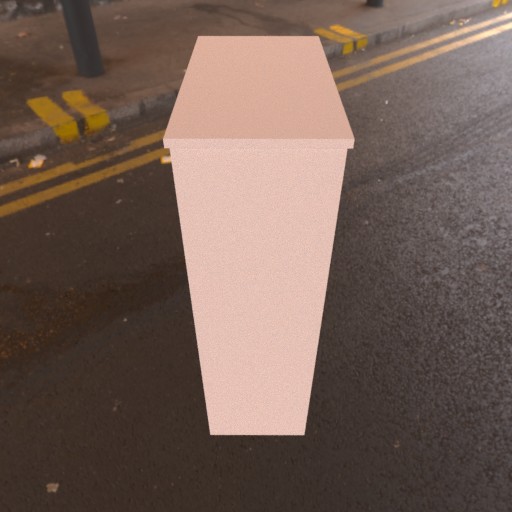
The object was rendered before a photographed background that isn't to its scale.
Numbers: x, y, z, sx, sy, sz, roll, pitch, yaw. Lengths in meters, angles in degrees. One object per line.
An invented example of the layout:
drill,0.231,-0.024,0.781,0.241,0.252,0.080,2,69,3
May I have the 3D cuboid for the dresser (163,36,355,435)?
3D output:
dresser,0.000,0.000,1.570,0.399,1.255,0.704,0,42,0
